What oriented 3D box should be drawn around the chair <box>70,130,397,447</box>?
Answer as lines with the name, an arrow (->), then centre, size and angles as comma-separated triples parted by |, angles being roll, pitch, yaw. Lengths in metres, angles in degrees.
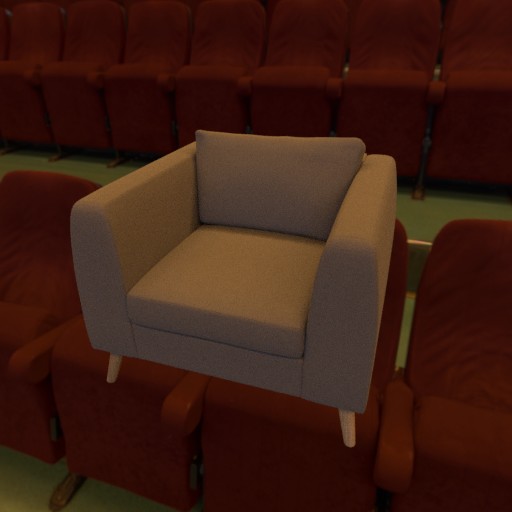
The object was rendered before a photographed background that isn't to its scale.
chair -> 0.000, 0.000, 1.737 | 1.000, 0.860, 0.930 | 9, 29, 17
